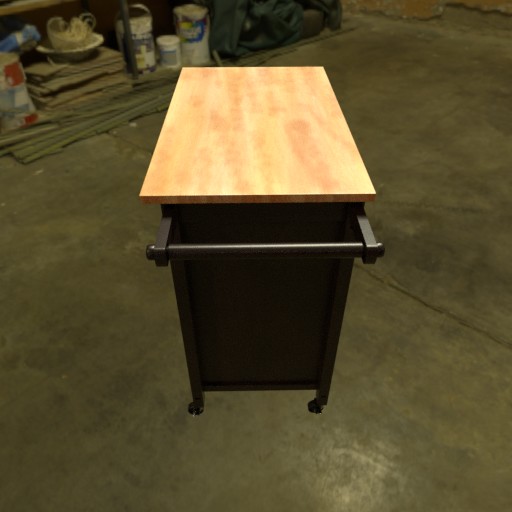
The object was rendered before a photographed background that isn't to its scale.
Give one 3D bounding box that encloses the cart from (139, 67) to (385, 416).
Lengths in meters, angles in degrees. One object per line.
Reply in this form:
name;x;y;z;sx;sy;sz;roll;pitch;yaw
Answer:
cart;0.000;0.000;1.413;0.472;0.878;0.914;-1;40;-1
